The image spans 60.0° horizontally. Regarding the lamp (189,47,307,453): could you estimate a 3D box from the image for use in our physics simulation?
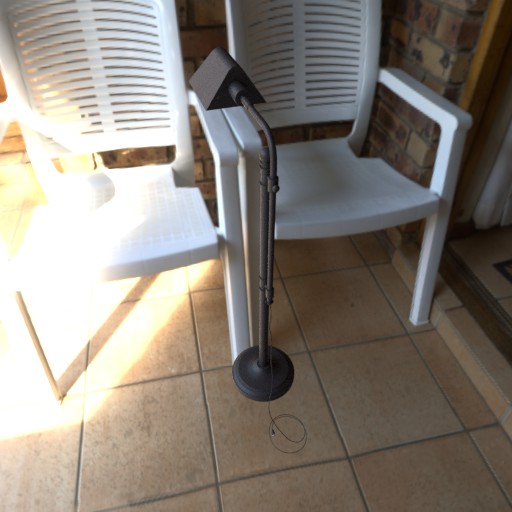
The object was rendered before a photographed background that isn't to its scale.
[{"bbox_3d":[0.000,0.000,0.941,0.159,0.708,0.545,-12,43,-14],"label":"lamp"}]
